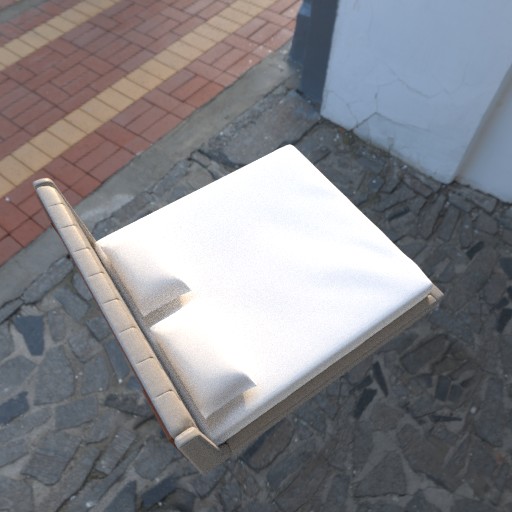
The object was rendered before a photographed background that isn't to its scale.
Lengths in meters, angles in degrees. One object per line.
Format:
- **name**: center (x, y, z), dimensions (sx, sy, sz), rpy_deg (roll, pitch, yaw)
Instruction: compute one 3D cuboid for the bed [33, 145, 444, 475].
- **bed**: center (0.000, 0.000, 3.454), dimensions (2.342, 1.289, 2.062), rpy_deg (-30, 63, -17)
